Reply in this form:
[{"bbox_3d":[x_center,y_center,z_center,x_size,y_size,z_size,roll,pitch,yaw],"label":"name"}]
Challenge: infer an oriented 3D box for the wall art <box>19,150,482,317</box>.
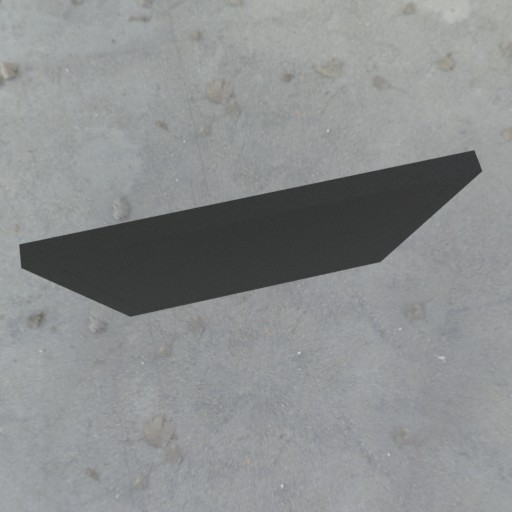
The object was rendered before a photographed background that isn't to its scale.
[{"bbox_3d":[0.000,0.000,0.748,0.558,0.457,0.029,-12,76,-3],"label":"wall art"}]
